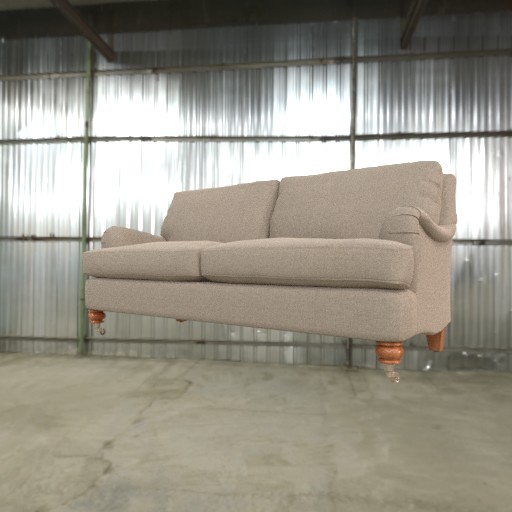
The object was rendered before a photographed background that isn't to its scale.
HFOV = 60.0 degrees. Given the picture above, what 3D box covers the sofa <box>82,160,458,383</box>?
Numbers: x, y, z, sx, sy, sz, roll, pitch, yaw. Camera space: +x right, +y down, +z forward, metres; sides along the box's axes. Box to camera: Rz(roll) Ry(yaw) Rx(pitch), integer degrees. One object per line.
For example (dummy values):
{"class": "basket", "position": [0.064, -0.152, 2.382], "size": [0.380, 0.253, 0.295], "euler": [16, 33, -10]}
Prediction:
{"class": "sofa", "position": [0.000, 0.000, 2.733], "size": [2.160, 1.054, 1.087], "euler": [0, -1, 36]}
